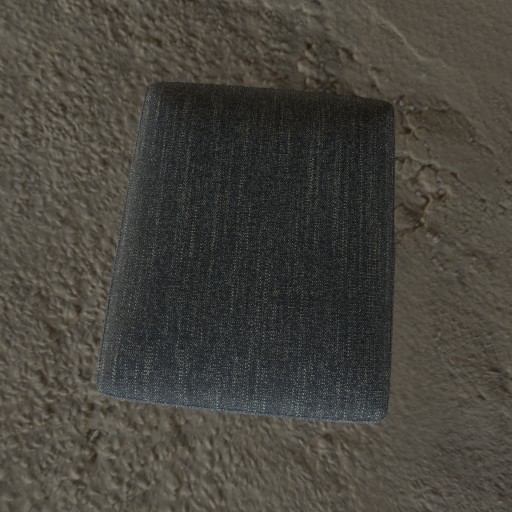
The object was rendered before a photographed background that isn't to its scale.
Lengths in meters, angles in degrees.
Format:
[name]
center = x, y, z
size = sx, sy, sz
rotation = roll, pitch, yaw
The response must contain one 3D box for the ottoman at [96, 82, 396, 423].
[ottoman]
center = 0.000, 0.000, 1.244
size = 0.667, 0.491, 0.814
rotation = 5, 76, 1
